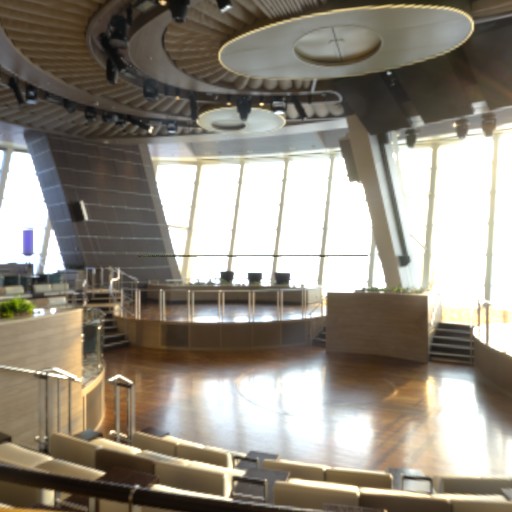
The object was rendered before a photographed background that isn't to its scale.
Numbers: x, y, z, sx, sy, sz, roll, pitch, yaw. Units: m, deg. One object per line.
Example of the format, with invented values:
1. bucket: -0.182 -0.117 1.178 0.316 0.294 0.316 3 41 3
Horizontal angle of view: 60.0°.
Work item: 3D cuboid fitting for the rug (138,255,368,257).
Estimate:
1. rug: 0.000 0.000 2.679 0.761 0.006 2.438 0 0 0
